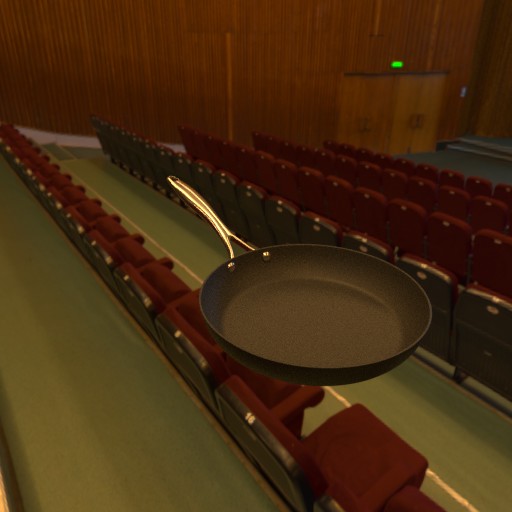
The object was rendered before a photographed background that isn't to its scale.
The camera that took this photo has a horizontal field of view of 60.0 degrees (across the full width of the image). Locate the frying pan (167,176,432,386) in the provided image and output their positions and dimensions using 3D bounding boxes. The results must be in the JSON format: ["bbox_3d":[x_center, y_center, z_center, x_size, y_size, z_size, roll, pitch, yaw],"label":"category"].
[{"bbox_3d":[0.000,0.000,0.579,0.255,0.105,0.472,-18,32,-32],"label":"frying pan"}]
